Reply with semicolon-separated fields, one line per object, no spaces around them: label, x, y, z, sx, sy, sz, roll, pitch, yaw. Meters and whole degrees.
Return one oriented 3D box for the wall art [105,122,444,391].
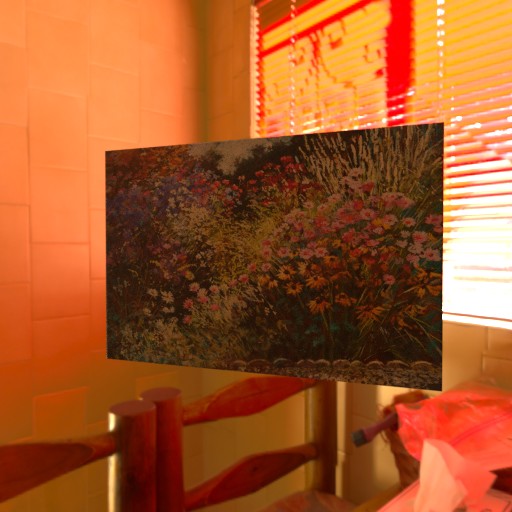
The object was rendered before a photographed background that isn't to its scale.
wall art;0.000;0.000;0.785;0.610;0.406;0.037;0;1;19
